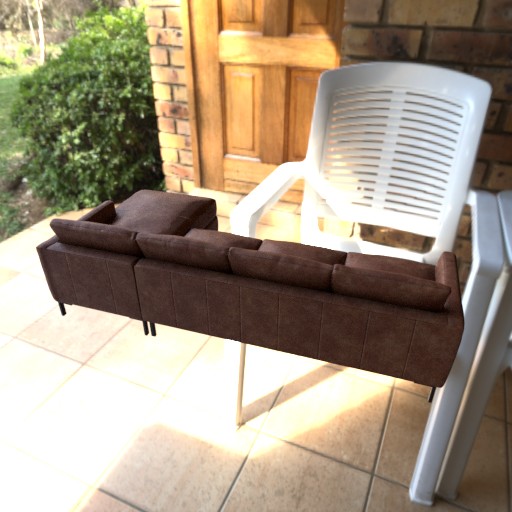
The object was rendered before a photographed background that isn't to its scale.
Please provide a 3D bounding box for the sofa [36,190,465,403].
[{"bbox_3d":[0.000,0.000,3.602,2.993,0.859,1.471,10,33,15],"label":"sofa"}]
